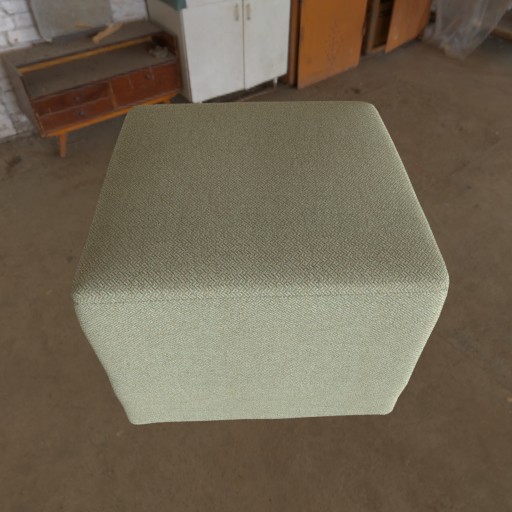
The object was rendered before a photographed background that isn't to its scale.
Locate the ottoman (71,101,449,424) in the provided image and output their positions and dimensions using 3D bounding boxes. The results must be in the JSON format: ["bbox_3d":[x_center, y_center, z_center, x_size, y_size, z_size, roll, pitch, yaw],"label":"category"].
[{"bbox_3d":[0.000,0.000,0.885,0.521,0.453,0.512,-2,47,-1],"label":"ottoman"}]
